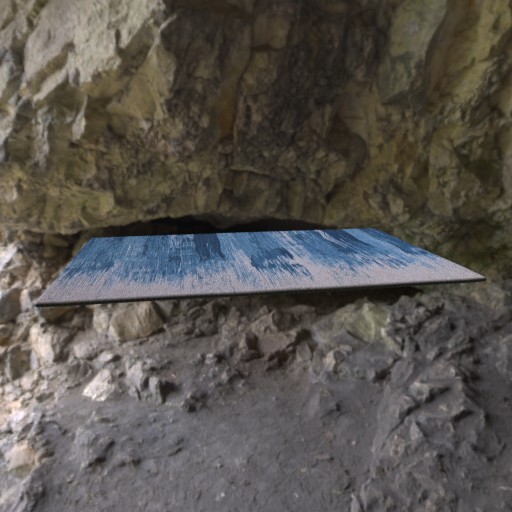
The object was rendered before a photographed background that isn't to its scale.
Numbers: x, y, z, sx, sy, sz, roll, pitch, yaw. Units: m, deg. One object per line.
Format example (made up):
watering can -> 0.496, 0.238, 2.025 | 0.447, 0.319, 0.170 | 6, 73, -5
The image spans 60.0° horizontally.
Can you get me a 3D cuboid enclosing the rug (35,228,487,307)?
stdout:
rug -> 0.000, 0.000, 3.054 | 2.450, 0.027, 1.540 | -2, 15, -9
